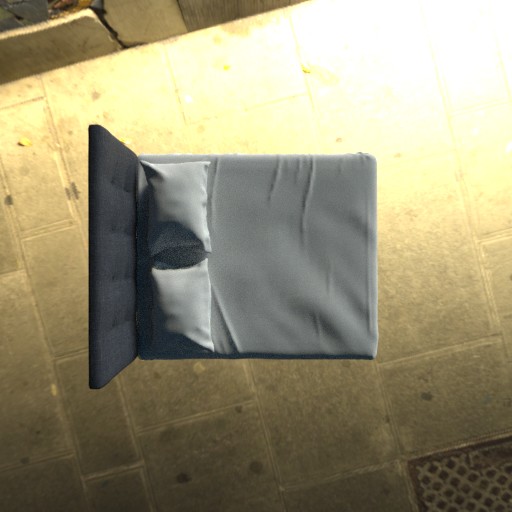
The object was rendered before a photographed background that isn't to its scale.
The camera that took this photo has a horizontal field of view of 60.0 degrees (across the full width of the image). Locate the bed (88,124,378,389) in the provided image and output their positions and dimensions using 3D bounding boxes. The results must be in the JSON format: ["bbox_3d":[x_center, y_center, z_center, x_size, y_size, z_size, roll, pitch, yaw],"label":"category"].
[{"bbox_3d":[0.000,0.000,3.479,2.222,1.577,1.936,0,90,0],"label":"bed"}]
